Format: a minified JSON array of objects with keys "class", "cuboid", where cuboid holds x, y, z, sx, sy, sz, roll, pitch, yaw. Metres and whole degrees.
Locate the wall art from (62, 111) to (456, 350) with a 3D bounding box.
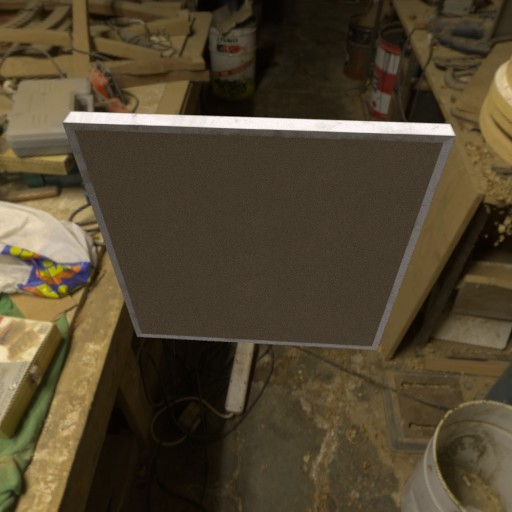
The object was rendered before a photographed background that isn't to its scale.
[{"class":"wall art","cuboid":[0.000,0.000,0.764,0.508,0.506,0.029,3,47,3]}]
